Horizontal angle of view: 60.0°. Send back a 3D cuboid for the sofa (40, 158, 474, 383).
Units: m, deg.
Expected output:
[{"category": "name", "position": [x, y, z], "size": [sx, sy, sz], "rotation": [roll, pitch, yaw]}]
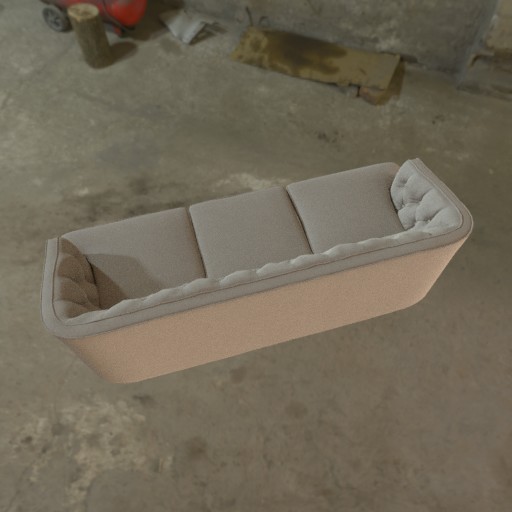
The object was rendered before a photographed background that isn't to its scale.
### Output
[{"category": "sofa", "position": [0.000, 0.000, 2.683], "size": [2.278, 0.855, 0.941], "rotation": [-14, 59, -8]}]
